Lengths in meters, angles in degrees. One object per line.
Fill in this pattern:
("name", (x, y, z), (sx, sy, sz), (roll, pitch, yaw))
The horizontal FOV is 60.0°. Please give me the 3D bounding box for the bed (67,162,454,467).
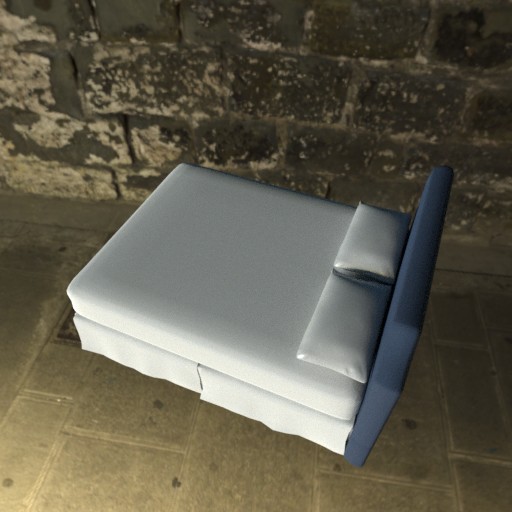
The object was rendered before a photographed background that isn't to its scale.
("bed", (0.000, 0.000, 3.235), (2.260, 1.297, 1.831), (17, 50, 15))
